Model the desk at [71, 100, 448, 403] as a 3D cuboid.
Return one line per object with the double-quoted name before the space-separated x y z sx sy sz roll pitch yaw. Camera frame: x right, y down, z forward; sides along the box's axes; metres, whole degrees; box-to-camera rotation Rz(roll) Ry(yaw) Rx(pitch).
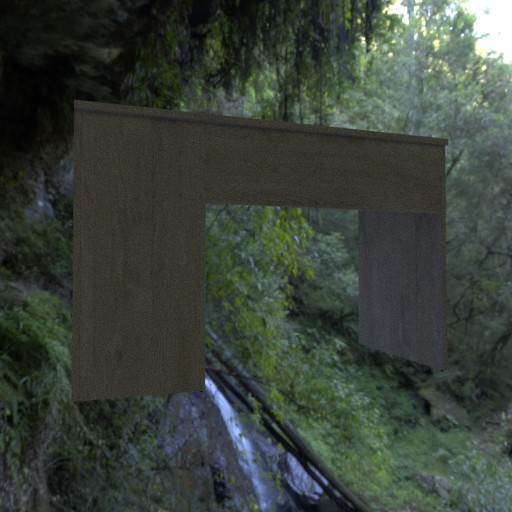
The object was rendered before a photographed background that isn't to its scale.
"desk" 0.000 0.000 1.493 1.097 0.735 0.560 0 -1 -17
